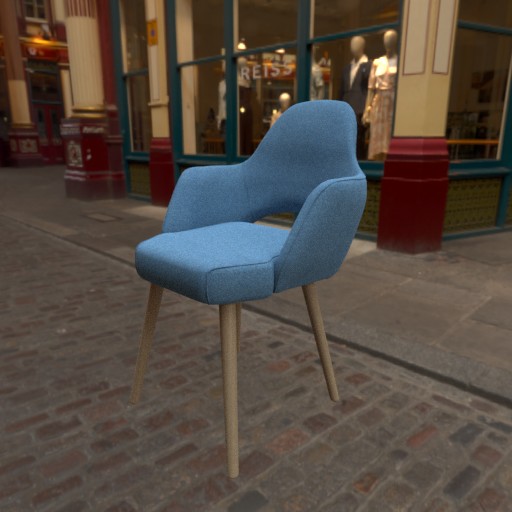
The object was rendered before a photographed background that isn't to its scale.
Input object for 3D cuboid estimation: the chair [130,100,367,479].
[{"bbox_3d":[0.000,0.000,1.345,0.589,0.920,0.666,15,21,42],"label":"chair"}]
